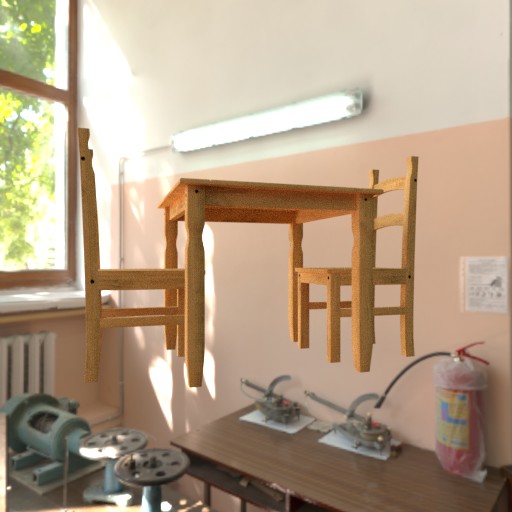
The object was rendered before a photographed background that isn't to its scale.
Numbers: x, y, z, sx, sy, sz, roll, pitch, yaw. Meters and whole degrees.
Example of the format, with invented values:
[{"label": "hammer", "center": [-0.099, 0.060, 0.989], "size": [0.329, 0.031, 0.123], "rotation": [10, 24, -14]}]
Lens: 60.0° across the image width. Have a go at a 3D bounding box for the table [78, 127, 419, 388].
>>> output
[{"label": "table", "center": [0.000, 0.000, 2.035], "size": [1.501, 0.942, 0.813], "rotation": [0, 0, -18]}]
